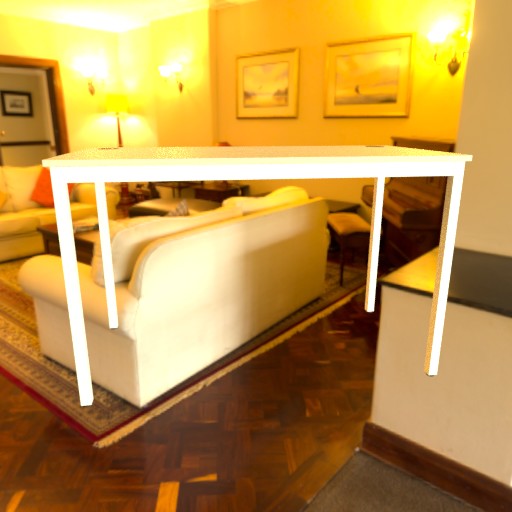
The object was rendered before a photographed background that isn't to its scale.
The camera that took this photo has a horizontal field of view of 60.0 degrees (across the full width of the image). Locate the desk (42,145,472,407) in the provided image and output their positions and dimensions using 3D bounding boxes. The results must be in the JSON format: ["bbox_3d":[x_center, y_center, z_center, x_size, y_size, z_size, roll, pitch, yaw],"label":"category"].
[{"bbox_3d":[0.000,0.000,1.611,1.200,0.750,0.600,-2,17,-8],"label":"desk"}]
